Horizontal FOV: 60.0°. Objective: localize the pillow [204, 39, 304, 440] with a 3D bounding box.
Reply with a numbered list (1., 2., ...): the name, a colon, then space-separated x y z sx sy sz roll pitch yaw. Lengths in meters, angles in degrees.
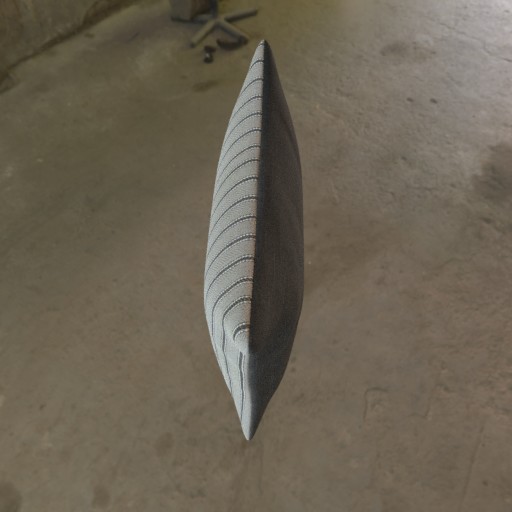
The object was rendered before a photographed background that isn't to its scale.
1. pillow: 0.000 0.000 0.692 0.138 0.444 0.468 2 58 1
